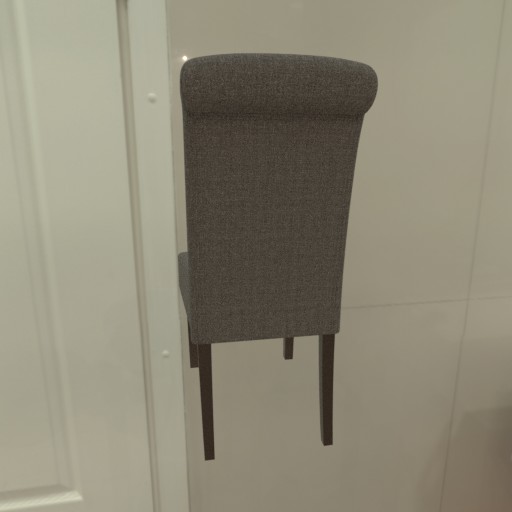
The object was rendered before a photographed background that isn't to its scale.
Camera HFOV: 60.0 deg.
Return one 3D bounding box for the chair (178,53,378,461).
[{"bbox_3d":[0.000,0.000,1.310,0.456,1.006,0.671,-3,15,-10],"label":"chair"}]
